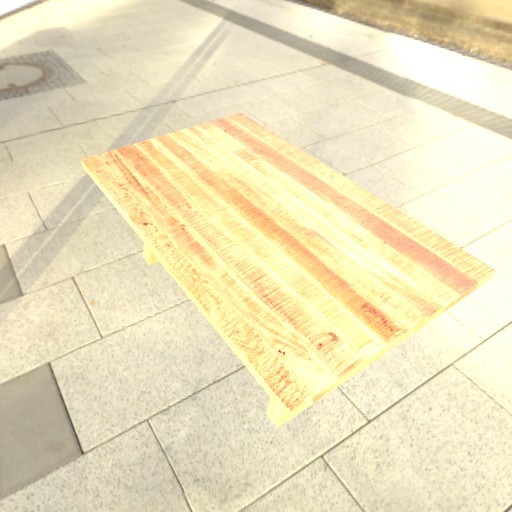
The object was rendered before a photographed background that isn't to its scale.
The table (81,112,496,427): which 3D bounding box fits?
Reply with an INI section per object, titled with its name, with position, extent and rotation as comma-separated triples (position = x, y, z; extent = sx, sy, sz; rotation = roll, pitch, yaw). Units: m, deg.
[table]
position = 0.000, 0.000, 1.664
extent = 0.760, 0.455, 1.320
rotation = -25, 48, -26
